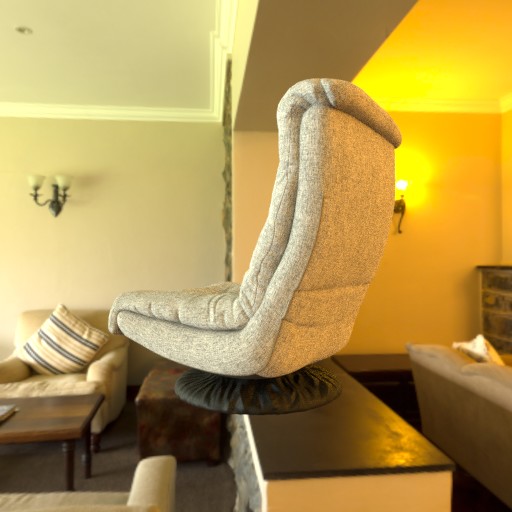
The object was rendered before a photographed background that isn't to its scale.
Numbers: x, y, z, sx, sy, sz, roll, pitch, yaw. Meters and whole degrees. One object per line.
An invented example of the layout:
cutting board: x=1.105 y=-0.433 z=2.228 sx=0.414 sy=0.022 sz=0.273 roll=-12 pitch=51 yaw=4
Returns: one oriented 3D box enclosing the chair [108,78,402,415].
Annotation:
chair: x=0.000 y=0.000 z=0.992 sx=0.583 sy=0.600 sz=0.400 roll=0 pitch=-1 yaw=35
